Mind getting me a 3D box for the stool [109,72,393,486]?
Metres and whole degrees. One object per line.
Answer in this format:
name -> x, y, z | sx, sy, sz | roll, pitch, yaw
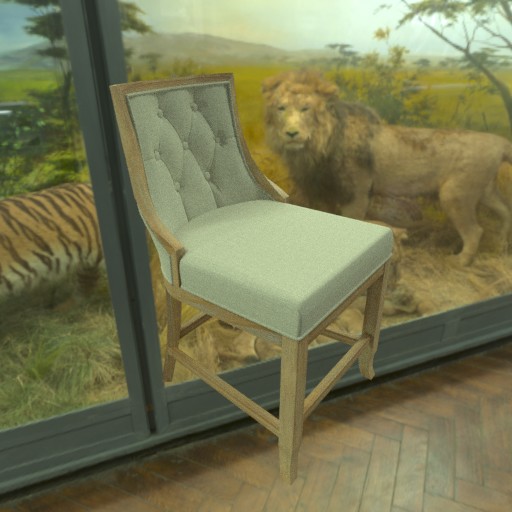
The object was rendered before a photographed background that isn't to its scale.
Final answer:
stool -> 0.000, 0.000, 1.289 | 0.626, 0.938, 0.524 | 19, 33, 33
